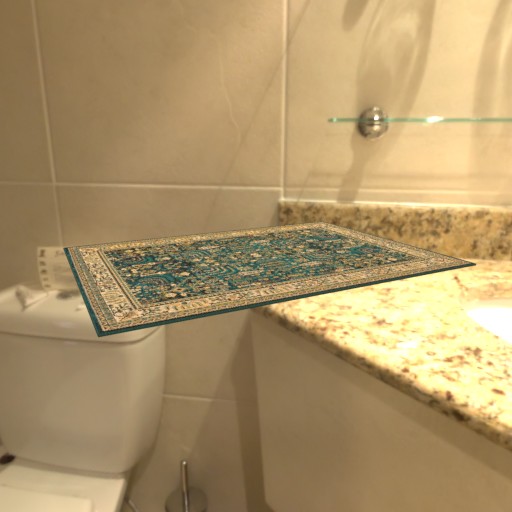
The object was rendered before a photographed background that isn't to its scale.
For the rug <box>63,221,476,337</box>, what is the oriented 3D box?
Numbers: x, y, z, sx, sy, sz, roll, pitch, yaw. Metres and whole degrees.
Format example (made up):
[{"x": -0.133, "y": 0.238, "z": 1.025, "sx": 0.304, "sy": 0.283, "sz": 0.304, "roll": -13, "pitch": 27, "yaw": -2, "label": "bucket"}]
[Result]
[{"x": 0.000, "y": 0.000, "z": 2.906, "sx": 2.213, "sy": 0.013, "sz": 1.594, "roll": -8, "pitch": 17, "yaw": -26, "label": "rug"}]
